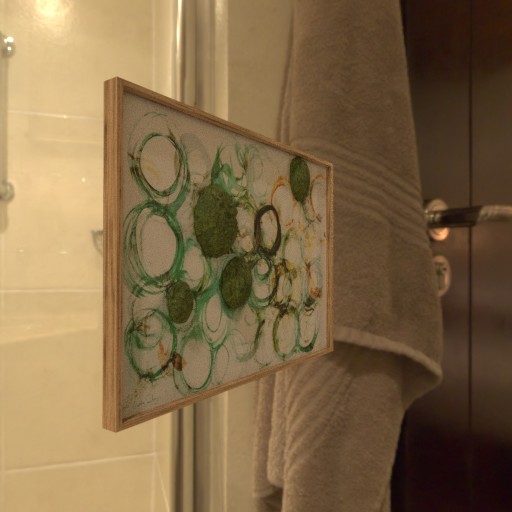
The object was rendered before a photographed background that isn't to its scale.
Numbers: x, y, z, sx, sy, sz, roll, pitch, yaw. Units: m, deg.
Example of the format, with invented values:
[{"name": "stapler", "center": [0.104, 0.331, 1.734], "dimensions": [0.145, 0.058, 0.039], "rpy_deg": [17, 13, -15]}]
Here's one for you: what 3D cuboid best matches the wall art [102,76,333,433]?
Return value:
[{"name": "wall art", "center": [0.000, 0.000, 1.104], "dimensions": [0.063, 0.609, 0.841], "rpy_deg": [0, -1, 36]}]
